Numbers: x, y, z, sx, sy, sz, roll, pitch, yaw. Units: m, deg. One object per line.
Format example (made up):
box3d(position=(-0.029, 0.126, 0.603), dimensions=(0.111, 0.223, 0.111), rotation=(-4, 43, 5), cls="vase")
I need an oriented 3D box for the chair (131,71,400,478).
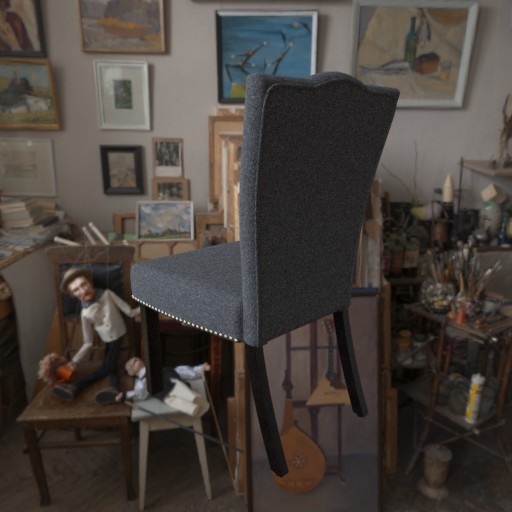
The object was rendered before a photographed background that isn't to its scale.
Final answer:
box3d(position=(0.000, 0.000, 1.278), dimensions=(0.518, 0.946, 0.589), rotation=(-14, 22, -40), cls="chair")
